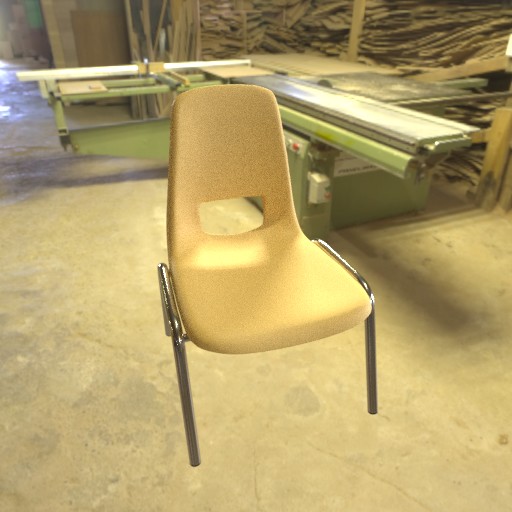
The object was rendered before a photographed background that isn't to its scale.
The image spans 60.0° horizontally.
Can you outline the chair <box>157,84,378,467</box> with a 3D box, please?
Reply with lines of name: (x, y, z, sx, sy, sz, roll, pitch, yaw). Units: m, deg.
chair: (0.000, 0.000, 0.803, 0.354, 0.536, 0.385, -9, 30, -16)
